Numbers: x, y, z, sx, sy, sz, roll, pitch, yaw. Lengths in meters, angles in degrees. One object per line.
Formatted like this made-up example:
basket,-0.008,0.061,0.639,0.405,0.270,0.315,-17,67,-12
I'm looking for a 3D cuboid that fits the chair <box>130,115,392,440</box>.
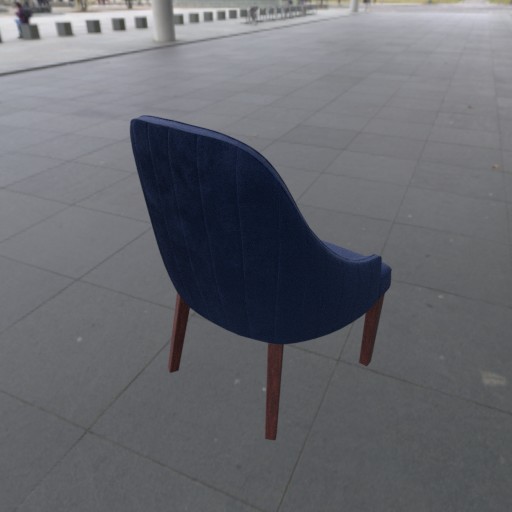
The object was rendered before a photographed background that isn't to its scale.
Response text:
chair,0.000,0.000,1.313,0.643,0.889,0.575,23,38,33
